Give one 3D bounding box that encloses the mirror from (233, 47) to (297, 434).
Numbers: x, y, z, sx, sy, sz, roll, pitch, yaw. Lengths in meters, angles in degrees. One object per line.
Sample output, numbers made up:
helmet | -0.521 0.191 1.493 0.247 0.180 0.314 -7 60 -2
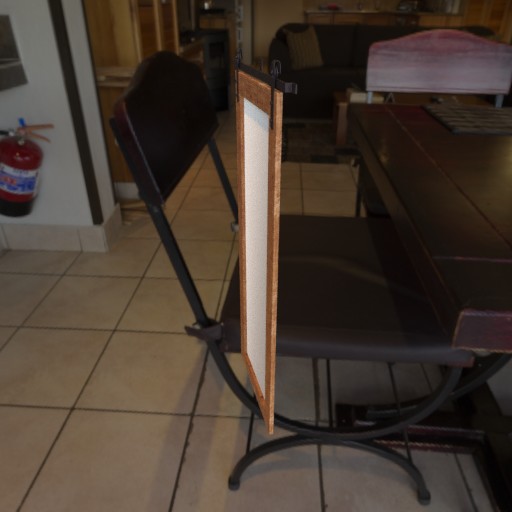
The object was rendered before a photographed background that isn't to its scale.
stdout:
mirror | 0.000 0.000 2.145 0.042 1.793 0.847 -7 30 -13
